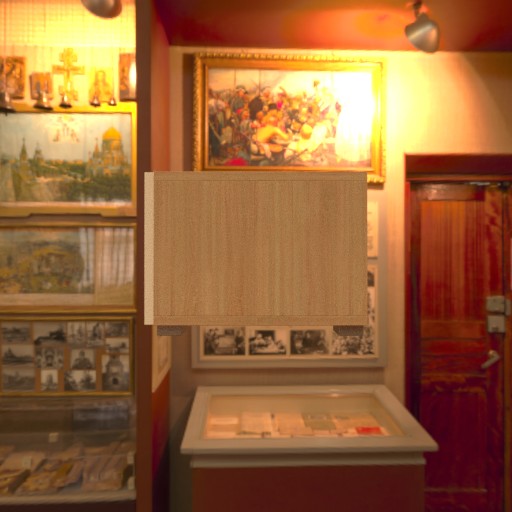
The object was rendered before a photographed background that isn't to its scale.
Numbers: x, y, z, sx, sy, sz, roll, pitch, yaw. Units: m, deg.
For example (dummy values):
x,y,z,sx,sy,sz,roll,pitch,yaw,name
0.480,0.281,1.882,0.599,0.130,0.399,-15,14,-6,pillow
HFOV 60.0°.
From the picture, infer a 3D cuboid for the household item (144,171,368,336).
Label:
x,y,z,sx,sy,sz,roll,pitch,yaw,name
0.000,0.000,1.533,0.420,0.310,1.400,0,0,0,household item
